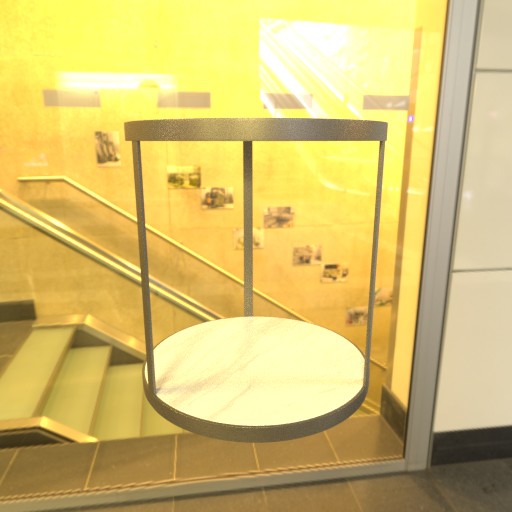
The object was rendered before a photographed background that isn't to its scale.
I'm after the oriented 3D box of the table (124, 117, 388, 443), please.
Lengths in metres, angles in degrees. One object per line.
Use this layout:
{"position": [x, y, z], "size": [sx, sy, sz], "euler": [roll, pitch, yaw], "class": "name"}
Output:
{"position": [0.000, 0.000, 0.836], "size": [0.445, 0.479, 0.445], "euler": [0, 15, 0], "class": "table"}
